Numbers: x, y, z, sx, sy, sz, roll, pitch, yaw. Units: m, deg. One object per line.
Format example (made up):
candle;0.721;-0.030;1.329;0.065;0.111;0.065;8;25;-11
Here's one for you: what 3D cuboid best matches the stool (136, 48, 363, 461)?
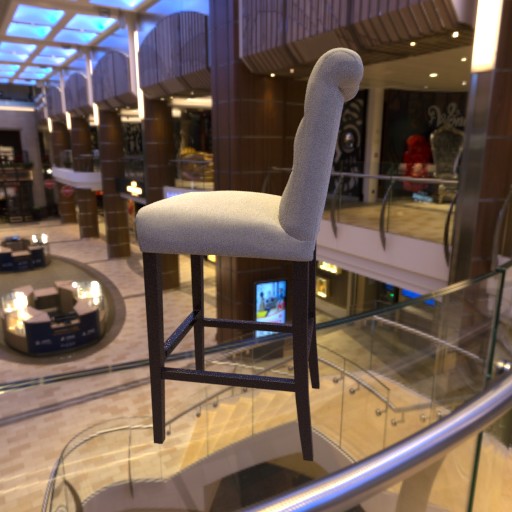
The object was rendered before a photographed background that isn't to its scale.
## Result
stool;0.000;0.000;1.428;0.601;1.140;0.493;3;14;10
